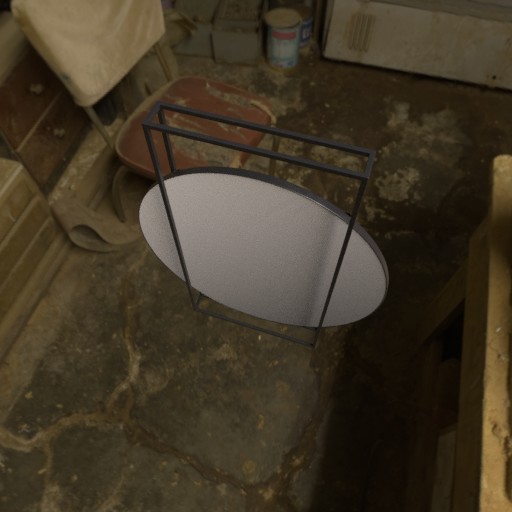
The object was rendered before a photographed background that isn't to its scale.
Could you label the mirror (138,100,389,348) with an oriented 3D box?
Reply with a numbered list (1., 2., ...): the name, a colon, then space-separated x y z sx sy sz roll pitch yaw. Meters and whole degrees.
1. mirror: 0.000 0.000 0.849 0.508 0.603 0.051 16 59 10
